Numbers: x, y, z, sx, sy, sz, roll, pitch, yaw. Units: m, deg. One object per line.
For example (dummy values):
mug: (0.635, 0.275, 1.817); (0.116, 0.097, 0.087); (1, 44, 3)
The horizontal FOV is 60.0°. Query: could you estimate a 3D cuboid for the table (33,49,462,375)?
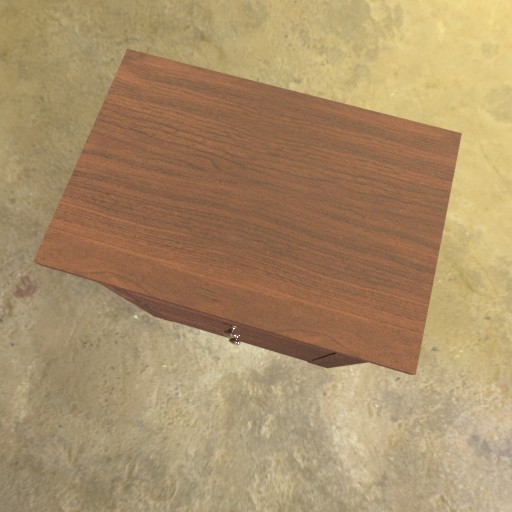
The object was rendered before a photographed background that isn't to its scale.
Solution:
table: (0.000, 0.000, 1.044); (0.589, 0.711, 0.406); (16, 75, 4)
